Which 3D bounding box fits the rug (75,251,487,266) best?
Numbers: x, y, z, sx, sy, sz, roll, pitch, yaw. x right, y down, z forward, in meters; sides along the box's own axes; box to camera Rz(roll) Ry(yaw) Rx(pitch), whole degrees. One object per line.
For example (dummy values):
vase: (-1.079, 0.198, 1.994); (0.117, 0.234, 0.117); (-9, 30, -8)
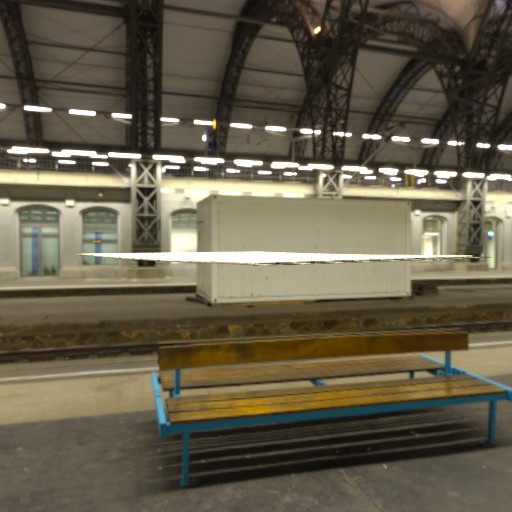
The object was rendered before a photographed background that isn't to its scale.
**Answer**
rug: (0.000, 0.000, 4.132); (2.342, 0.026, 3.221); (-1, 2, -38)
